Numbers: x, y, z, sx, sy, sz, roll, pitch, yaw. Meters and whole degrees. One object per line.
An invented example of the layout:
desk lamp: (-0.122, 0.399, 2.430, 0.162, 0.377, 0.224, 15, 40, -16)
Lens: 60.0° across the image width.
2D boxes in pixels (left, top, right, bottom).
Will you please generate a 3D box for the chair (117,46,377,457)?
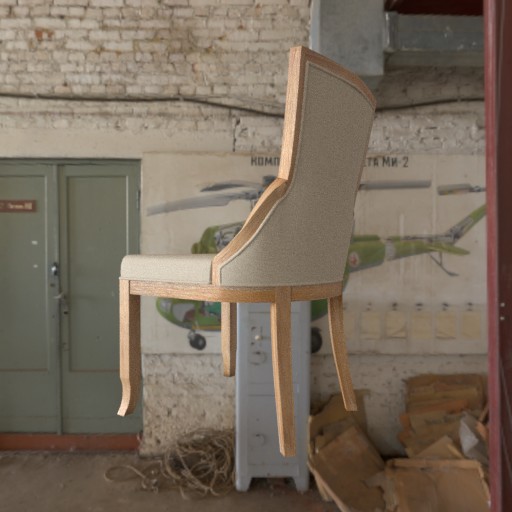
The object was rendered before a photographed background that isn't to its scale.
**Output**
chair: (0.000, 0.000, 1.337, 0.641, 0.947, 0.524, 1, 1, 36)
